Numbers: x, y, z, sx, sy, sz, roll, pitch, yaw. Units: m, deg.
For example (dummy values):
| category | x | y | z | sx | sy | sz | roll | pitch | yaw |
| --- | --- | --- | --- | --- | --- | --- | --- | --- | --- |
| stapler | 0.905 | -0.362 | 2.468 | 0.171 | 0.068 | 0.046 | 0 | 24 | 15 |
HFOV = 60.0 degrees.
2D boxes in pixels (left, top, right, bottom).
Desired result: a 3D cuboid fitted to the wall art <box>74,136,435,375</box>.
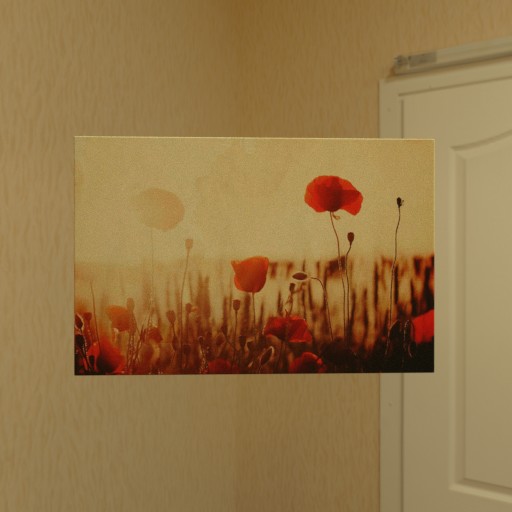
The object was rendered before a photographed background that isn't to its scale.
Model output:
| category | x | y | z | sx | sy | sz | roll | pitch | yaw |
| --- | --- | --- | --- | --- | --- | --- | --- | --- | --- |
| wall art | 0.000 | 0.000 | 0.487 | 0.383 | 0.251 | 0.037 | 0 | 0 | -2 |
